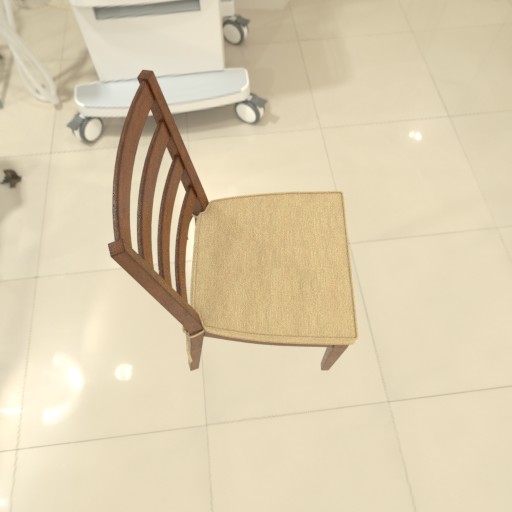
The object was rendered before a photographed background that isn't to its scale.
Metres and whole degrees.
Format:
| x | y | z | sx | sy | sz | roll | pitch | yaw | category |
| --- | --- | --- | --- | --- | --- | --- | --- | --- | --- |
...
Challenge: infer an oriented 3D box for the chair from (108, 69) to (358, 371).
| x | y | z | sx | sy | sz | roll | pitch | yaw | category |
| --- | --- | --- | --- | --- | --- | --- | --- | --- | --- |
| 0.000 | 0.000 | 1.375 | 0.595 | 0.979 | 0.593 | 0 | 63 | 0 | chair |
